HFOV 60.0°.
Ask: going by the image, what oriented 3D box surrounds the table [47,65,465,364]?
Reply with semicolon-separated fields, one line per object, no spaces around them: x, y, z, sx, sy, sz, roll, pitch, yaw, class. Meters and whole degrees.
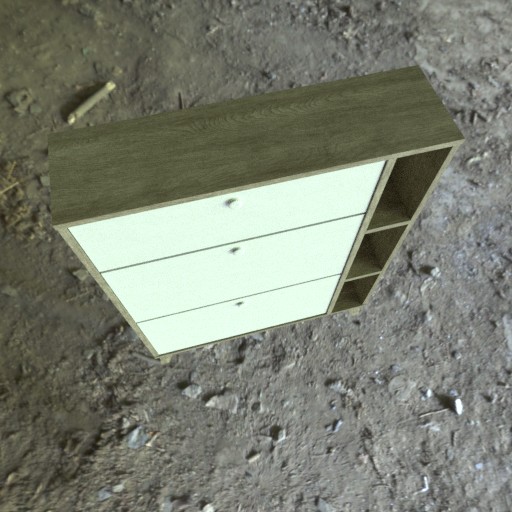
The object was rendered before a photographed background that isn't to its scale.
0.000;0.000;1.493;0.902;1.135;0.256;-13;63;-7;table
